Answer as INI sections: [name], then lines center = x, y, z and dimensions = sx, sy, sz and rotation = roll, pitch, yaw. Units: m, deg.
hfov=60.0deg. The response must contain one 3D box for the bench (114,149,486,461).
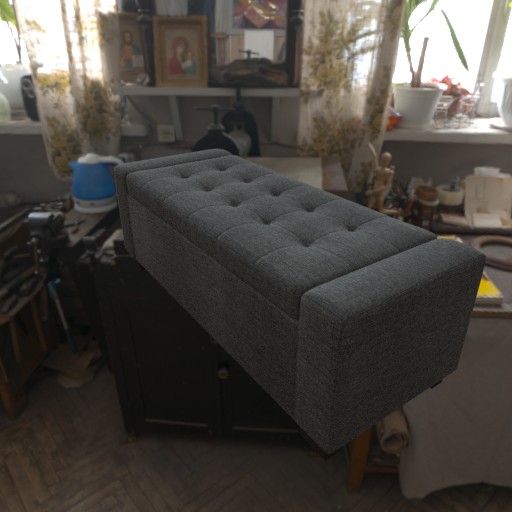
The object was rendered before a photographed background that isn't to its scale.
[bench]
center = 0.000, 0.000, 1.528
dimensions = 0.508, 0.445, 1.296
rotation = -18, 32, -31
